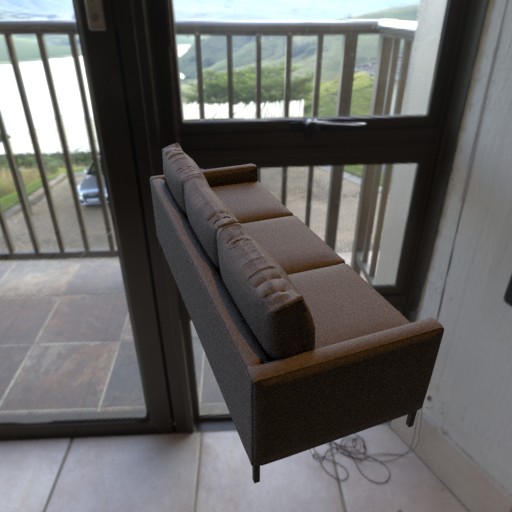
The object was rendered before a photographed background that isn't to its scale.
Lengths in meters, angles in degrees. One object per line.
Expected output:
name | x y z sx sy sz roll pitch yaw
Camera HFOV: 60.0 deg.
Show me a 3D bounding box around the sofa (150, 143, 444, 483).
sofa | 0.000 0.000 2.675 0.876 0.882 2.253 -11 32 -18
